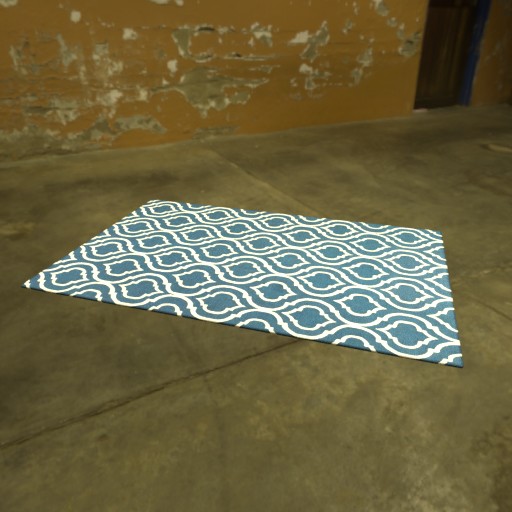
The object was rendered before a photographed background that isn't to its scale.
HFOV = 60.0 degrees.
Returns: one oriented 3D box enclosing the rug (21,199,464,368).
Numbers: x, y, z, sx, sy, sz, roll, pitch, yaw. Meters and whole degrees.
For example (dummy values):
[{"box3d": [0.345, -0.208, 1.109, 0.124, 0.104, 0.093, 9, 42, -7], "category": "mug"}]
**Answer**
[{"box3d": [0.000, 0.000, 2.146, 1.753, 0.010, 1.143, 8, 28, 15], "category": "rug"}]
